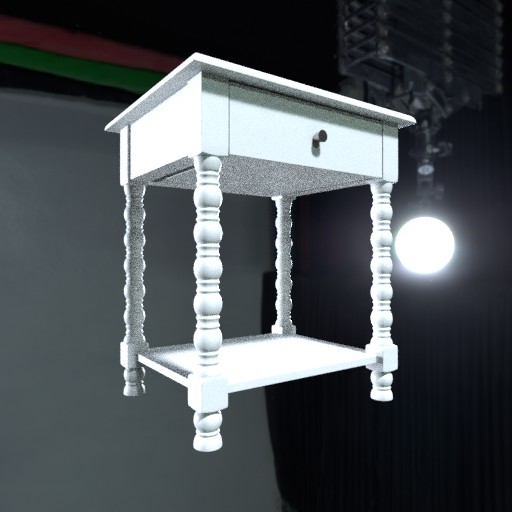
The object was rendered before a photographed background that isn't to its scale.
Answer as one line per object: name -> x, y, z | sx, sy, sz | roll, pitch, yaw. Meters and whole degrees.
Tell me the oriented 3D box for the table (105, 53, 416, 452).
table -> 0.000, 0.000, 0.846 | 0.460, 0.531, 0.381 | 0, 0, -35
